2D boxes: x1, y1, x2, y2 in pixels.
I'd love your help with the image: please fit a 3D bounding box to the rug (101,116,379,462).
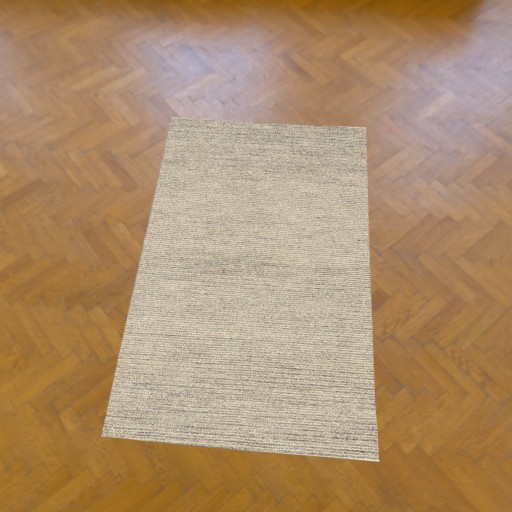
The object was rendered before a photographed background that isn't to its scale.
[{"bbox_3d":[0.000,0.000,2.236,1.162,0.022,1.804,4,63,2],"label":"rug"}]
